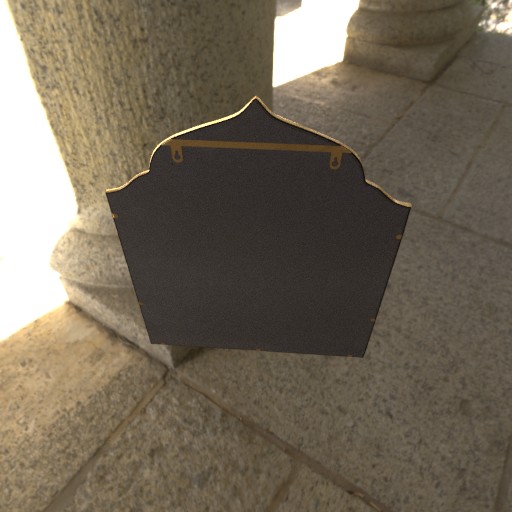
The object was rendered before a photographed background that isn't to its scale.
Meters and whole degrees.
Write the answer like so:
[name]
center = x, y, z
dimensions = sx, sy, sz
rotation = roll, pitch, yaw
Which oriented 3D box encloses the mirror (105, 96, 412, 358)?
[mirror]
center = 0.000, 0.000, 0.841
dimensions = 0.513, 0.635, 0.018
rotation = 3, 46, 3
